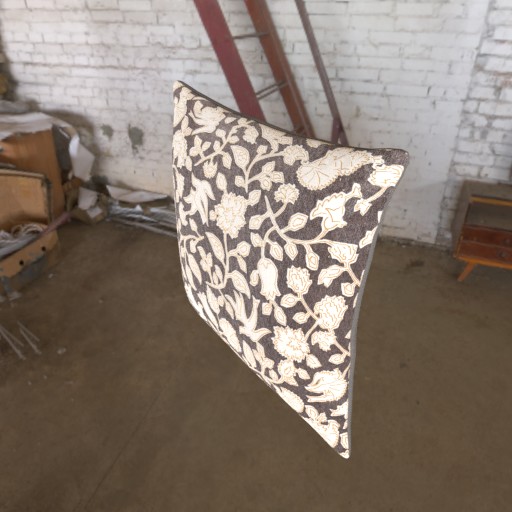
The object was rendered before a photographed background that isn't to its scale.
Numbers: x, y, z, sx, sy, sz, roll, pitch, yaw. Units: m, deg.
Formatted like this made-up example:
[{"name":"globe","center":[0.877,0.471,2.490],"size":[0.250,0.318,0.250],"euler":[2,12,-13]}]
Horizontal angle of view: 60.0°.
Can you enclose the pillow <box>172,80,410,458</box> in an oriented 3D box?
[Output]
[{"name":"pillow","center":[0.000,0.000,0.769],"size":[0.166,0.507,0.526],"euler":[-21,37,-30]}]
